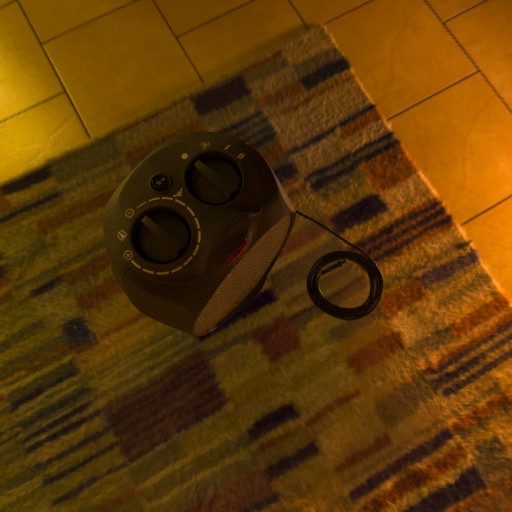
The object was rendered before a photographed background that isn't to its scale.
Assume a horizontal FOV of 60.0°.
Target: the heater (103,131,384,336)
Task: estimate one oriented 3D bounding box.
[{"bbox_3d":[0.000,0.000,0.467,0.291,0.255,0.239,40,80,8],"label":"heater"}]
